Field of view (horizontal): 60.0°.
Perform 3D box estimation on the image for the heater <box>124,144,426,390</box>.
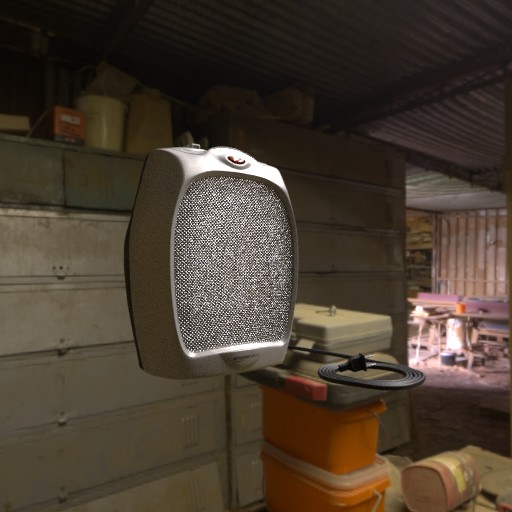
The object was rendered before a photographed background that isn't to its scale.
[{"bbox_3d":[0.000,0.000,0.472,0.239,0.240,0.291,1,-1,-36],"label":"heater"}]
